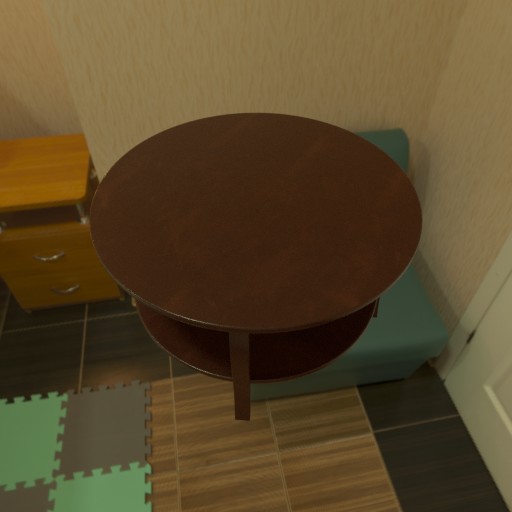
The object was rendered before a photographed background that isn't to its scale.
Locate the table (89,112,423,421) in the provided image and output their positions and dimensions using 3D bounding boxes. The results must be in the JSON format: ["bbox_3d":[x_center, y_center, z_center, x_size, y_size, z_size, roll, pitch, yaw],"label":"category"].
[{"bbox_3d":[0.000,0.000,1.433,0.911,0.512,0.911,0,46,0],"label":"table"}]
